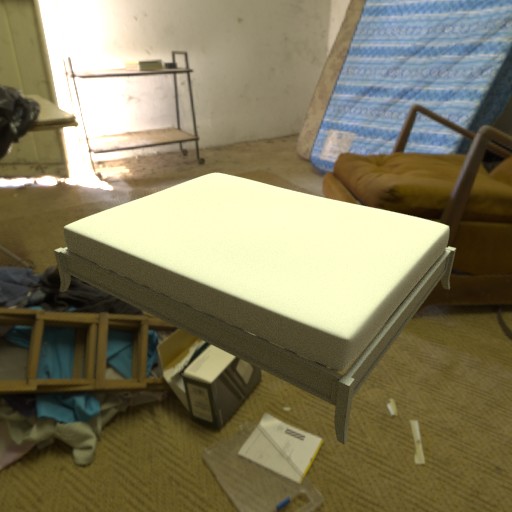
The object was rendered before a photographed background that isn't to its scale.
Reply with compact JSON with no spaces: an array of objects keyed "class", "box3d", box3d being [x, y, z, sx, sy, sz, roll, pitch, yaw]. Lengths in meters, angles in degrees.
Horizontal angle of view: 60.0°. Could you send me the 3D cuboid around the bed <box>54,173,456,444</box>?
[{"class":"bed","box3d":[0.000,0.000,2.892,2.108,0.510,1.604,18,32,32]}]
